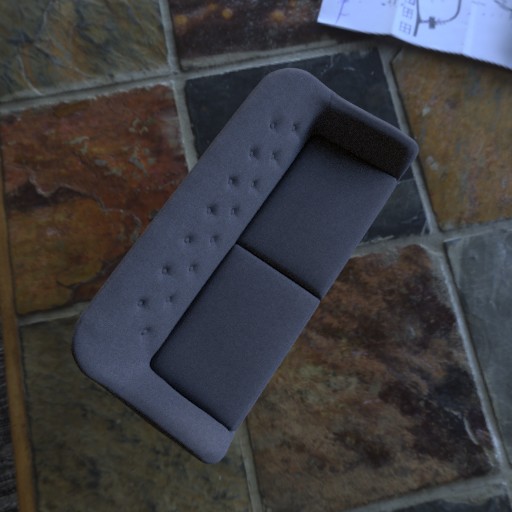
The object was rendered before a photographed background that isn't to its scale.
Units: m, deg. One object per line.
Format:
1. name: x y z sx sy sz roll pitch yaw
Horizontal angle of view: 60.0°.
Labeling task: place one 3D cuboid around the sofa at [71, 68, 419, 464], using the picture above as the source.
1. sofa: 0.000 0.000 2.260 0.820 0.820 1.840 34 79 7
